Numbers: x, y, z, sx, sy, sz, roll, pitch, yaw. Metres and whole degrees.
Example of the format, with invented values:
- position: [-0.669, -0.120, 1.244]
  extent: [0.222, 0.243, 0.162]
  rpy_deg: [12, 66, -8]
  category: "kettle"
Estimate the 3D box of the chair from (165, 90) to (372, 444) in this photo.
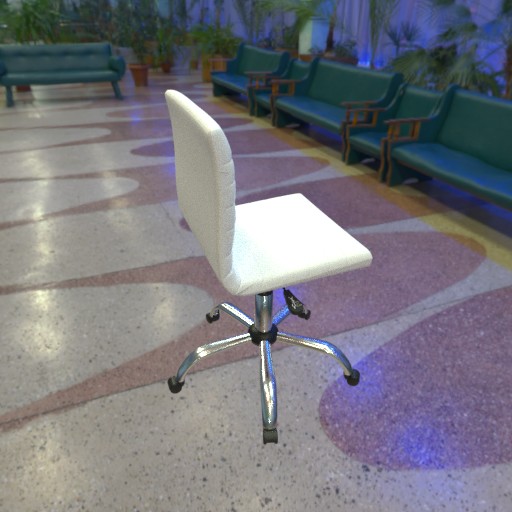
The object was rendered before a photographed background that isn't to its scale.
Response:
- position: [0.000, 0.000, 1.144]
  extent: [0.530, 0.780, 0.556]
  rpy_deg: [-11, 32, -18]
  category: "chair"
